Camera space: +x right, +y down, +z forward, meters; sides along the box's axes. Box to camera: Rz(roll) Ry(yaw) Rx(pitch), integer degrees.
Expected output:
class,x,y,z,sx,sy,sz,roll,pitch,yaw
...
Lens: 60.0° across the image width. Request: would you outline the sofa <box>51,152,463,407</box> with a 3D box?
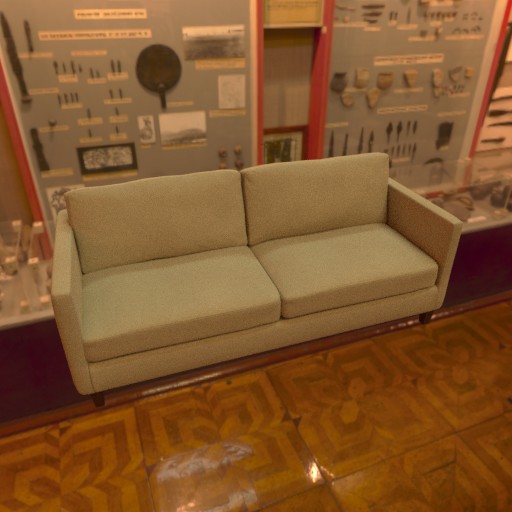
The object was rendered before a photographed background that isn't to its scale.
class,x,y,z,sx,sy,sz,roll,pitch,yaw
sofa,0.000,0.000,2.664,2.181,0.932,0.948,-10,32,-16
